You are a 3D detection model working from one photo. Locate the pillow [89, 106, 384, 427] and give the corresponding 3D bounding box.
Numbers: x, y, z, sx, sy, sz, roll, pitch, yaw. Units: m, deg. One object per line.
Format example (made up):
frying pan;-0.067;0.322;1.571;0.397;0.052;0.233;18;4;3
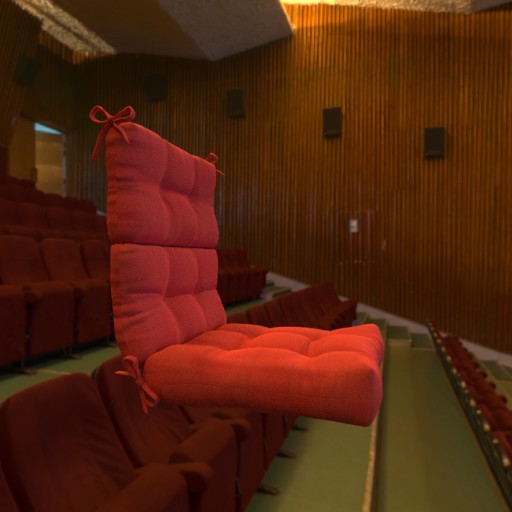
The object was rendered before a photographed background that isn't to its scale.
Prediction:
pillow;0.000;0.000;1.034;0.571;0.605;0.519;0;-1;17
